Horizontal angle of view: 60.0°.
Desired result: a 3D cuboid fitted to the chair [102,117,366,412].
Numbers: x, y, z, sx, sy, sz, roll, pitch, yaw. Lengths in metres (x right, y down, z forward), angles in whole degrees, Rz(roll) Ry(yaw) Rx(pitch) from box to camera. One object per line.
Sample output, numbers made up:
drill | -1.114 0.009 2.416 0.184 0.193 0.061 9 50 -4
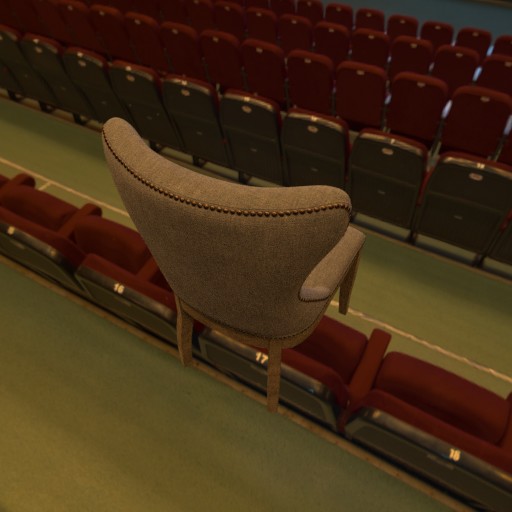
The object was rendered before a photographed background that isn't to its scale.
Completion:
chair | 0.000 0.000 1.449 0.654 1.002 0.681 22 50 20
